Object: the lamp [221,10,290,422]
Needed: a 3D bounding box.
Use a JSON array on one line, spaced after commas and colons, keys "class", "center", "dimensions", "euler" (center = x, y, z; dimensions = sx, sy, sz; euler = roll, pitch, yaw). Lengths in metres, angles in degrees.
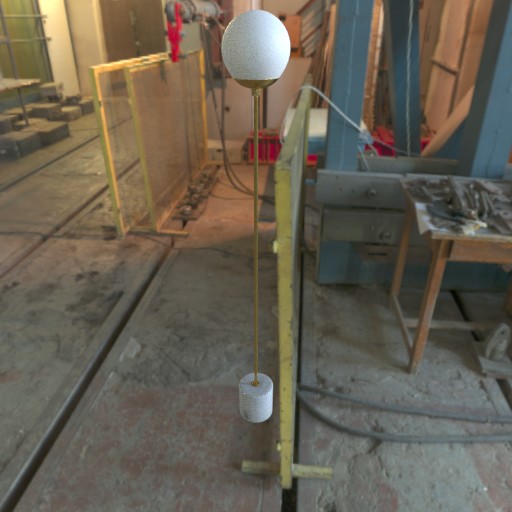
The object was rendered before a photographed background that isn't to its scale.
[{"class": "lamp", "center": [0.000, 0.000, 1.804], "dimensions": [0.224, 1.753, 0.224], "euler": [-21, 35, -34]}]
